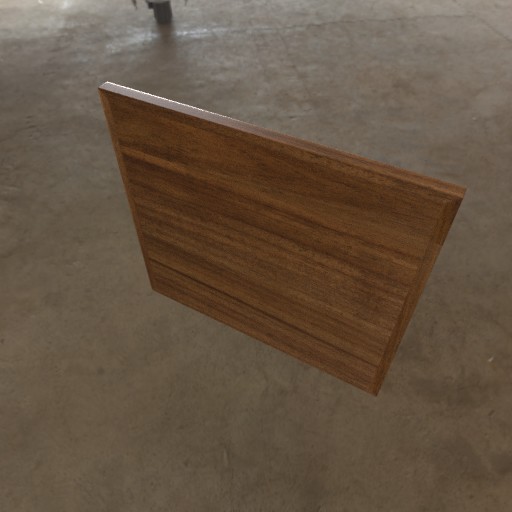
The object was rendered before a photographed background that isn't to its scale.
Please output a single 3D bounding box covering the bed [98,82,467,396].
[{"bbox_3d":[0.000,0.000,1.478,1.041,0.940,0.043,22,51,20],"label":"bed"}]
